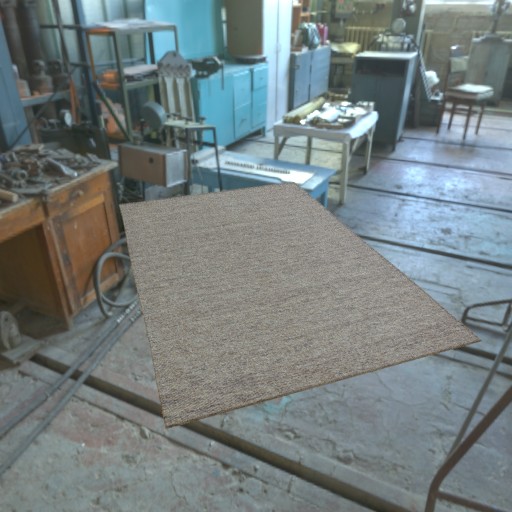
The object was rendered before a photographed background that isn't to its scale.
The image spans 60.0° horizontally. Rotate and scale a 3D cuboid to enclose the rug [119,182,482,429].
[{"bbox_3d":[0.000,0.000,2.872,1.547,0.013,2.283,-10,32,-17],"label":"rug"}]
